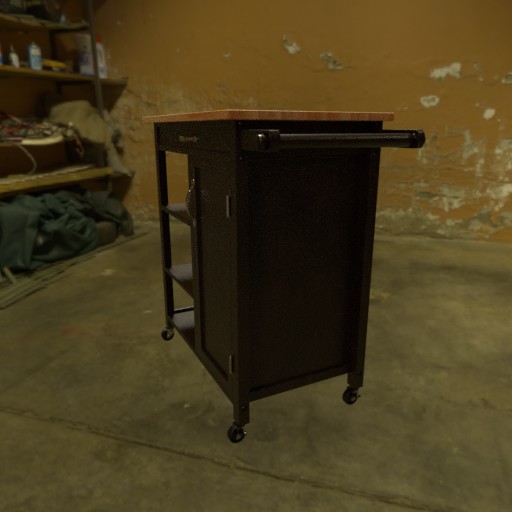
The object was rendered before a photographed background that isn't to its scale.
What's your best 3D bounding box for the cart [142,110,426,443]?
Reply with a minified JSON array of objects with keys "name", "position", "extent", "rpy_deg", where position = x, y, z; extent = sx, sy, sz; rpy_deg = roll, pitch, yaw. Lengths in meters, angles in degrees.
[{"name":"cart","position":[0.000,0.000,1.449],"extent":[0.472,0.878,0.914],"rpy_deg":[-8,18,-26]}]
